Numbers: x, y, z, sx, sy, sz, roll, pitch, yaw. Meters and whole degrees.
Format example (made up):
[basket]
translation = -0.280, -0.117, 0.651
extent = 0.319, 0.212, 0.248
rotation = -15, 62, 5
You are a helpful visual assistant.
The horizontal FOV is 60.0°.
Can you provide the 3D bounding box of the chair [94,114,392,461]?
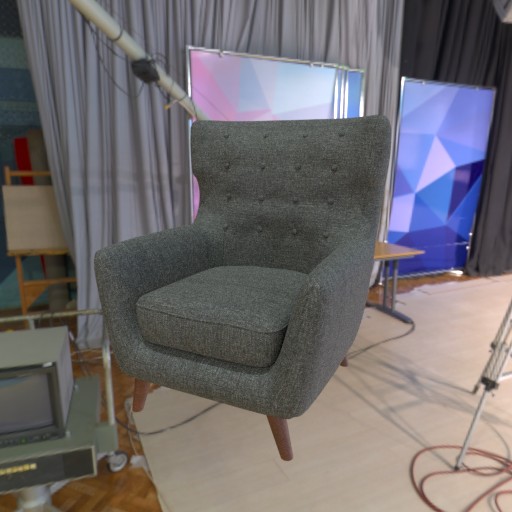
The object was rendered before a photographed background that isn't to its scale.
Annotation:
[chair]
translation = 0.000, 0.000, 1.734
extent = 0.878, 1.063, 0.904
rotation = 7, 15, 25
